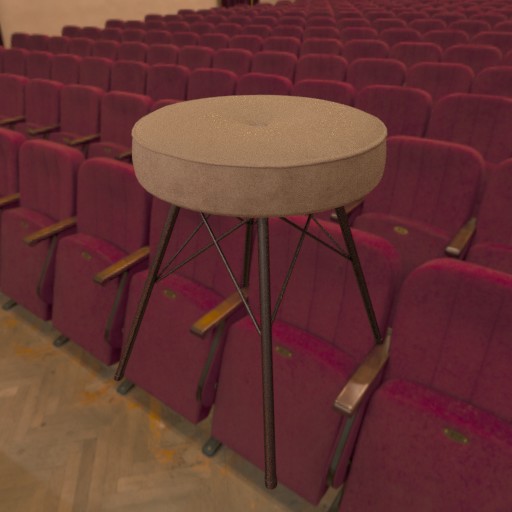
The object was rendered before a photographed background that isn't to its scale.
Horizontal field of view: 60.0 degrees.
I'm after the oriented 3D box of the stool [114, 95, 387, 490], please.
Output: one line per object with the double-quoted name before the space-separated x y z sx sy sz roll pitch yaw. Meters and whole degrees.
"stool" 0.000 0.000 0.853 0.423 0.538 0.457 21 36 31
